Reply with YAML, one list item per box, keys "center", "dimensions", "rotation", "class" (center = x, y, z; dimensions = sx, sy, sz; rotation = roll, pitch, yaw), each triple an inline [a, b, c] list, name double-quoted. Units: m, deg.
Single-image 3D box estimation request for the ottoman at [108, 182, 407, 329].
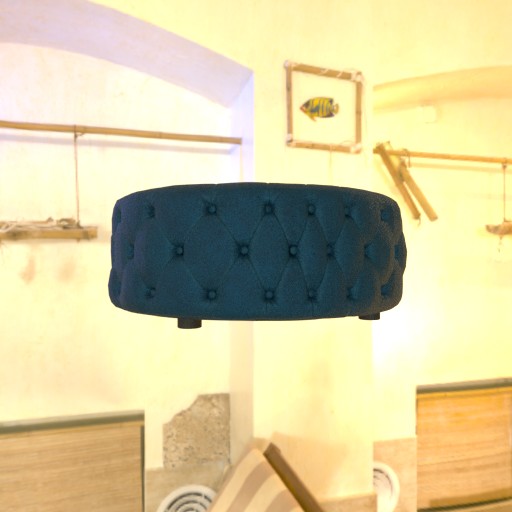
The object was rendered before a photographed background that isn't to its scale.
- center: [0.000, 0.000, 1.579]
  dimensions: [0.998, 0.398, 0.998]
  rotation: [0, 0, 0]
  class: "ottoman"
